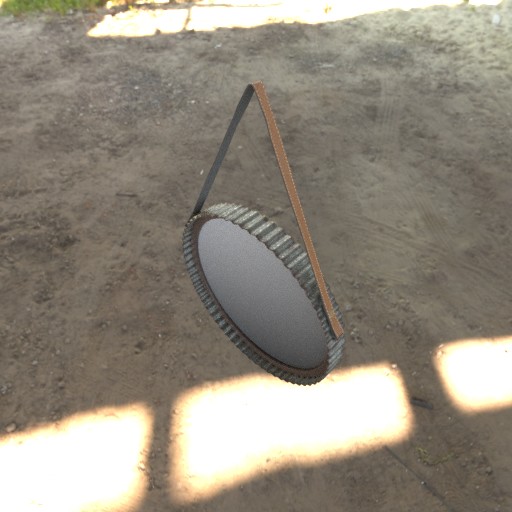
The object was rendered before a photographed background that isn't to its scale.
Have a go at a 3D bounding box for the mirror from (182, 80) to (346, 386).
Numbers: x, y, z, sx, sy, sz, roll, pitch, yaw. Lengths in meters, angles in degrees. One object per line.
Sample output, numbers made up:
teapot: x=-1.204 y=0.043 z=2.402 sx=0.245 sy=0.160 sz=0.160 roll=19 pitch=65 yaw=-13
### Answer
mirror: x=0.000 y=0.000 z=0.707 sx=0.355 sy=0.568 sz=0.042 roll=35 pitch=55 yaw=29
